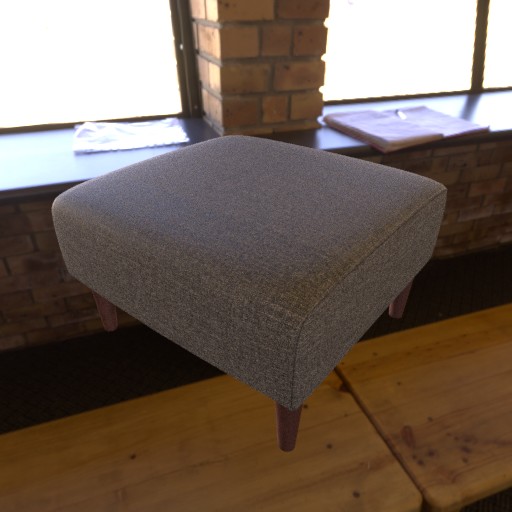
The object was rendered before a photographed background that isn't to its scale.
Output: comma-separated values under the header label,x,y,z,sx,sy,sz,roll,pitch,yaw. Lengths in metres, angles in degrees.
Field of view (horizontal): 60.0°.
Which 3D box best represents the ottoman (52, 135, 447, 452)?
label,x,y,z,sx,sy,sz,roll,pitch,yaw
ottoman,0.000,0.000,1.062,0.655,0.399,0.648,22,38,32
